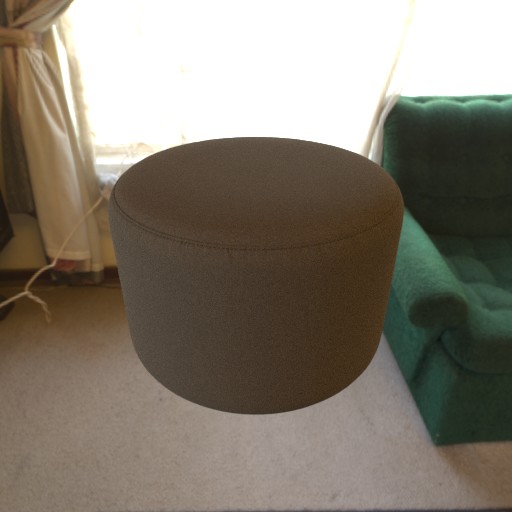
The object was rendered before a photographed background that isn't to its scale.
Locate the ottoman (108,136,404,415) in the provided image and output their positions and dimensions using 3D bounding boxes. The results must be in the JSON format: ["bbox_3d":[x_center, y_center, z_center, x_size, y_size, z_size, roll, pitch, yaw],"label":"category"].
[{"bbox_3d":[0.000,0.000,1.021,0.608,0.433,0.608,0,31,0],"label":"ottoman"}]
